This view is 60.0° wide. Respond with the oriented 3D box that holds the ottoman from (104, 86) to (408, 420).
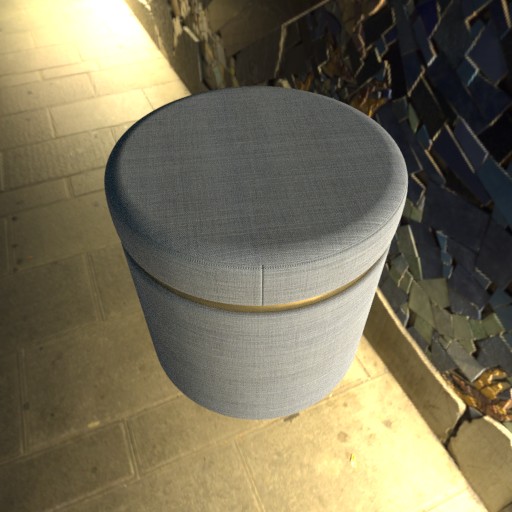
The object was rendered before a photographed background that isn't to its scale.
[{"bbox_3d":[0.000,0.000,0.731,0.400,0.406,0.400,0,47,0],"label":"ottoman"}]
